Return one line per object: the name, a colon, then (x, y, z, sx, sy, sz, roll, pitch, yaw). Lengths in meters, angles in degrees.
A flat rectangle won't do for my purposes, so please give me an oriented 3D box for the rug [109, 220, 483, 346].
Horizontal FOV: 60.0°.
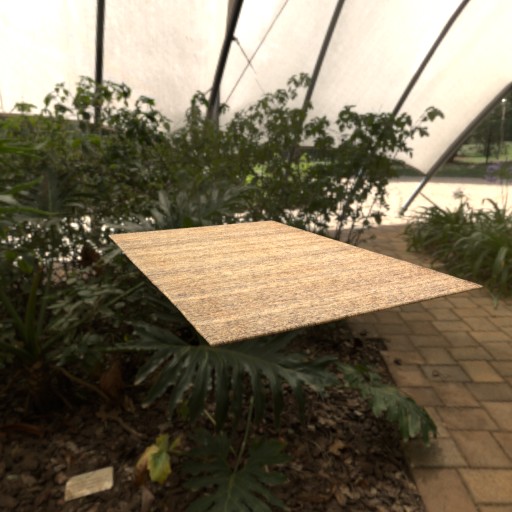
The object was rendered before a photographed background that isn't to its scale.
rug: (0.000, 0.000, 2.396, 1.243, 0.014, 1.846, -7, 16, -26)
